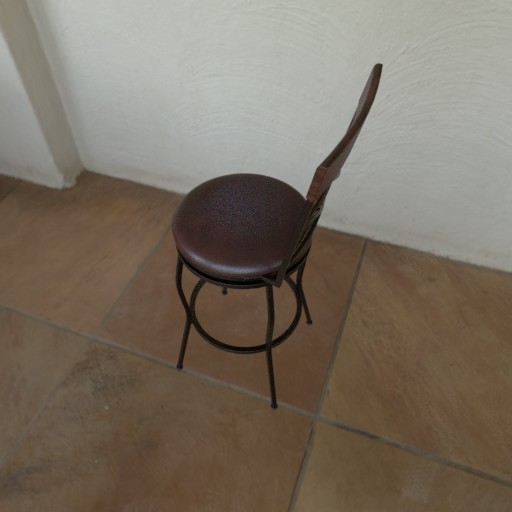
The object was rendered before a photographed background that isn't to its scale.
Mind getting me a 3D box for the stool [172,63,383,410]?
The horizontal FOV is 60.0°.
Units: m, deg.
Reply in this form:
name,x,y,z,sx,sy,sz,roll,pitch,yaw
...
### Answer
name,x,y,z,sx,sy,sz,roll,pitch,yaw
stool,0.000,0.000,1.408,0.513,1.130,0.448,18,50,15
